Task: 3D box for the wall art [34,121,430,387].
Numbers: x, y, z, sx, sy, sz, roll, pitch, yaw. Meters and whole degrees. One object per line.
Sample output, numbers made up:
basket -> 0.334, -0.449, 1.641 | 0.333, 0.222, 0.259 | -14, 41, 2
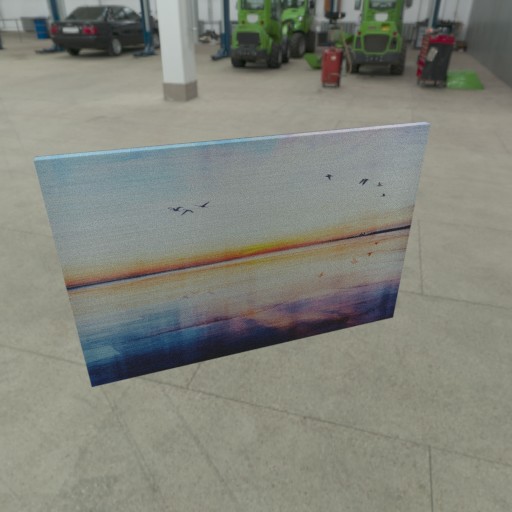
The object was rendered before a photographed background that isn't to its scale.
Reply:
wall art -> 0.000, 0.000, 0.756 | 0.604, 0.402, 0.018 | -10, 31, -16
